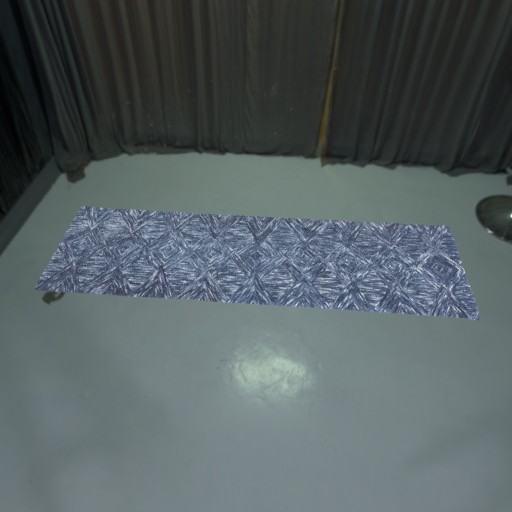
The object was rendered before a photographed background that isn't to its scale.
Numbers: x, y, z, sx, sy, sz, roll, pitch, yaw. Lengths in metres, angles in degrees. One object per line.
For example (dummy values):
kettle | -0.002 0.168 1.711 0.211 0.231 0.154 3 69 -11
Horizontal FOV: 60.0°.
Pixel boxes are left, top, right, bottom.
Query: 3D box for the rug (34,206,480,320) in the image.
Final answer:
rug | 0.000 0.000 2.517 2.306 0.013 0.719 3 45 3
